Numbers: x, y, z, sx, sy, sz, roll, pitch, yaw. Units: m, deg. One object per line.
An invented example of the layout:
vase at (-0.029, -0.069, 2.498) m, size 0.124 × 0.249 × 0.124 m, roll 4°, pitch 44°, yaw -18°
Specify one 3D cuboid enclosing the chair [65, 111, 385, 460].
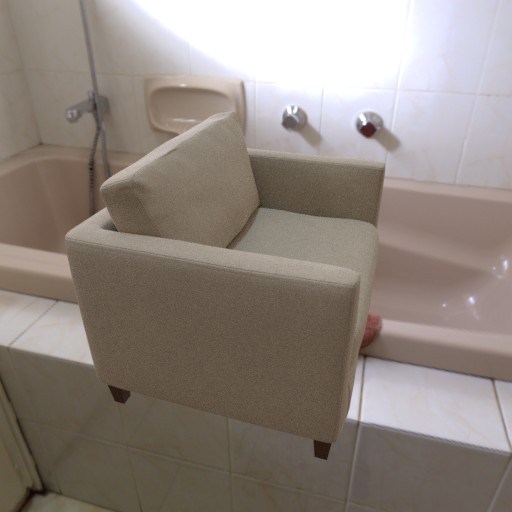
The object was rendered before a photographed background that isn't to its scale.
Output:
chair at (0.000, 0.000, 1.832) m, size 0.959 × 0.961 × 1.107 m, roll 9°, pitch 31°, yaw 15°
